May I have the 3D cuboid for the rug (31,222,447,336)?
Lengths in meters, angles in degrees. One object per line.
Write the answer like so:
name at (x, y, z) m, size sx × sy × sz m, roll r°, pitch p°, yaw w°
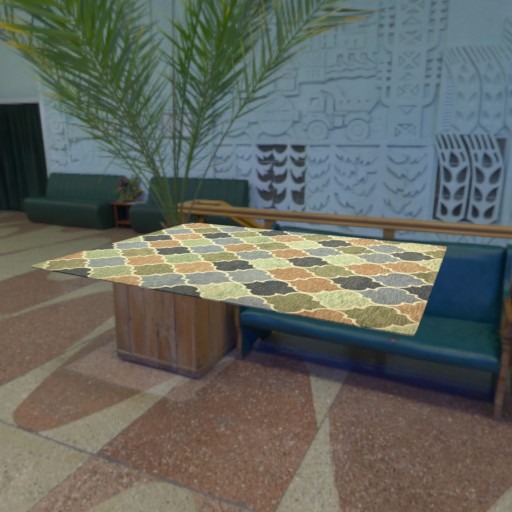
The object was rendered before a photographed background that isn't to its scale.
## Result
rug at (0.000, 0.000, 4.223) m, size 3.200 × 0.013 × 2.439 m, roll 7°, pitch 16°, yaw 26°
